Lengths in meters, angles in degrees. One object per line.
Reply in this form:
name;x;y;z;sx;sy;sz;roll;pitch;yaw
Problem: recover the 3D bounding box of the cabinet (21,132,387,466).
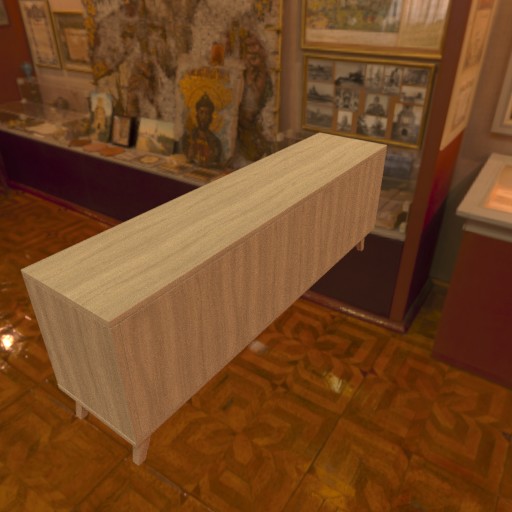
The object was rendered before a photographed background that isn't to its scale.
cabinet;0.000;0.000;2.431;0.499;0.779;2.198;21;37;30
